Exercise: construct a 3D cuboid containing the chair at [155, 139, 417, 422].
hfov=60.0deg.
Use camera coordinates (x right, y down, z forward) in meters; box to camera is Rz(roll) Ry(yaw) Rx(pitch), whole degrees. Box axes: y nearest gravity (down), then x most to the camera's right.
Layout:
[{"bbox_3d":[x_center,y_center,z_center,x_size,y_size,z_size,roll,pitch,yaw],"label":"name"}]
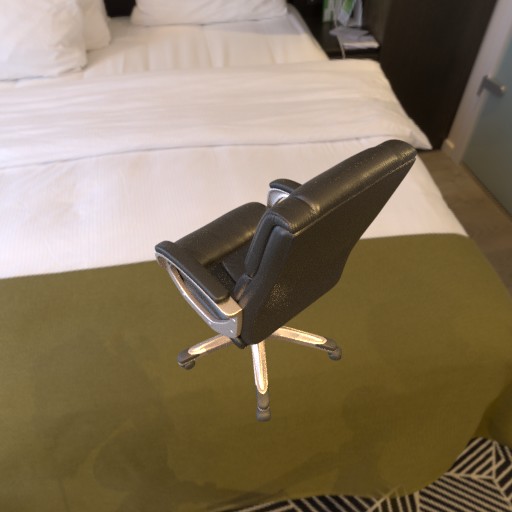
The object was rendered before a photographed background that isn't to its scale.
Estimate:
[{"bbox_3d":[0.000,0.000,1.644,0.700,1.145,0.780,-32,55,-27],"label":"chair"}]
